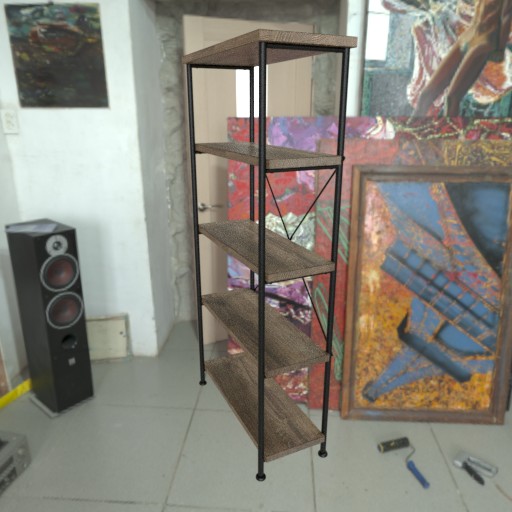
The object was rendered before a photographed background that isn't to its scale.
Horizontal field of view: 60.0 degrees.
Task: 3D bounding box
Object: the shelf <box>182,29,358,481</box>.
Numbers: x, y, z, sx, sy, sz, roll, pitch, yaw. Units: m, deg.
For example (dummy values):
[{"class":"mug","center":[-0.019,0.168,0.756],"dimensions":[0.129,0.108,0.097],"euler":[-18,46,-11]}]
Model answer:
[{"class":"shelf","center":[0.000,0.000,1.989],"dimensions":[0.360,1.700,0.800],"euler":[-8,20,-24]}]
